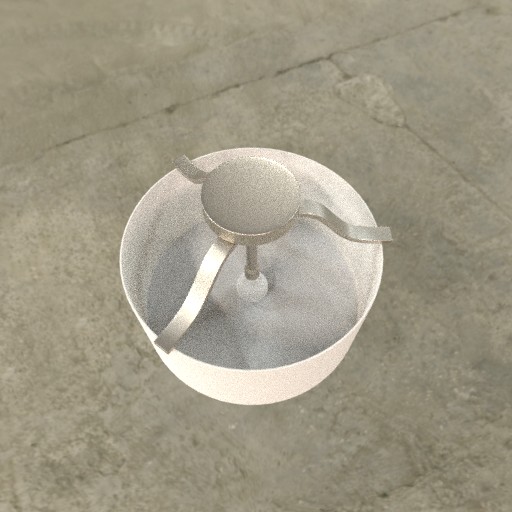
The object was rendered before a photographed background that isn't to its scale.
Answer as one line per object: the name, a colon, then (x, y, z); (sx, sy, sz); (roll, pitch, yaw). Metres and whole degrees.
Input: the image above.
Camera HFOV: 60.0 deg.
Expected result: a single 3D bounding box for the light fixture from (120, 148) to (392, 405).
light fixture: (0.000, 0.000, 0.681); (0.395, 0.304, 0.395); (0, 59, 0)
